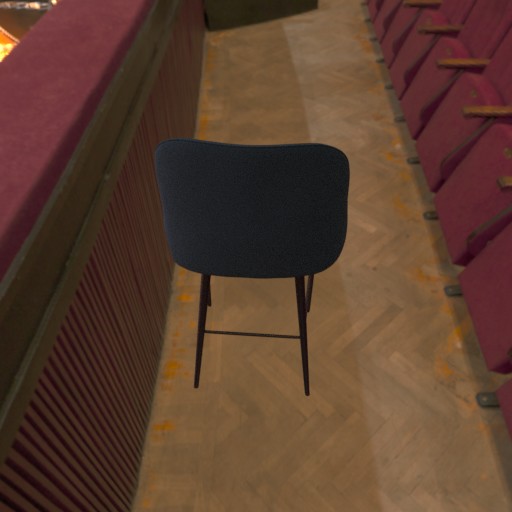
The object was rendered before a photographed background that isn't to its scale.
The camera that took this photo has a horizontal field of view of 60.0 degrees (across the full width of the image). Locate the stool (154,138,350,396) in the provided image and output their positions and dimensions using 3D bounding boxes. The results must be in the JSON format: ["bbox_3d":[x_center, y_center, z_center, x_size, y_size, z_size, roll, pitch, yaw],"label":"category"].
[{"bbox_3d":[0.000,0.000,1.370,0.527,1.079,0.489,3,46,3],"label":"stool"}]
